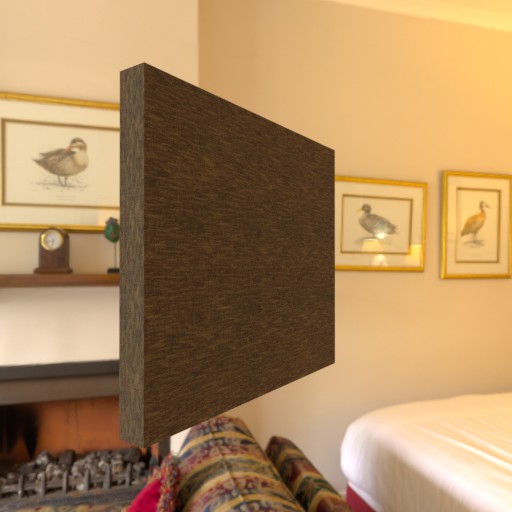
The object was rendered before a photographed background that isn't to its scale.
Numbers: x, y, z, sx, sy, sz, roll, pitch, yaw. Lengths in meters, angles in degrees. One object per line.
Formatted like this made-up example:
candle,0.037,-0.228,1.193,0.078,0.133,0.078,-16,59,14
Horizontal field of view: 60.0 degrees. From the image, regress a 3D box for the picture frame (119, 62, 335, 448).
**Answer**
picture frame,0.000,0.000,0.543,0.033,0.330,0.378,0,0,35
